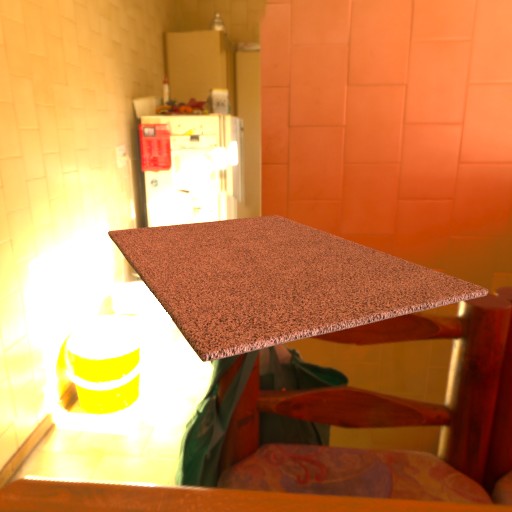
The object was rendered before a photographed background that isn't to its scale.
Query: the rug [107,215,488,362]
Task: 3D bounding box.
[{"bbox_3d":[0.000,0.000,2.287,1.219,0.030,1.778,-8,18,-25],"label":"rug"}]
